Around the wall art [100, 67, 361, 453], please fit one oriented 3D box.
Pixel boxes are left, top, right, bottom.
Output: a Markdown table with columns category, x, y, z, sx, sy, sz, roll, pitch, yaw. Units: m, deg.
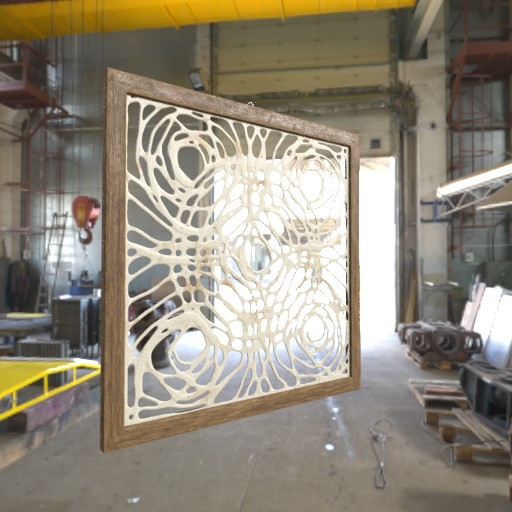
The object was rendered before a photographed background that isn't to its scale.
| category | x | y | z | sx | sy | sz | roll | pitch | yaw |
| --- | --- | --- | --- | --- | --- | --- | --- | --- | --- |
| wall art | 0.000 | 0.000 | 0.818 | 0.561 | 0.576 | 0.021 | 1 | -2 | -37 |
